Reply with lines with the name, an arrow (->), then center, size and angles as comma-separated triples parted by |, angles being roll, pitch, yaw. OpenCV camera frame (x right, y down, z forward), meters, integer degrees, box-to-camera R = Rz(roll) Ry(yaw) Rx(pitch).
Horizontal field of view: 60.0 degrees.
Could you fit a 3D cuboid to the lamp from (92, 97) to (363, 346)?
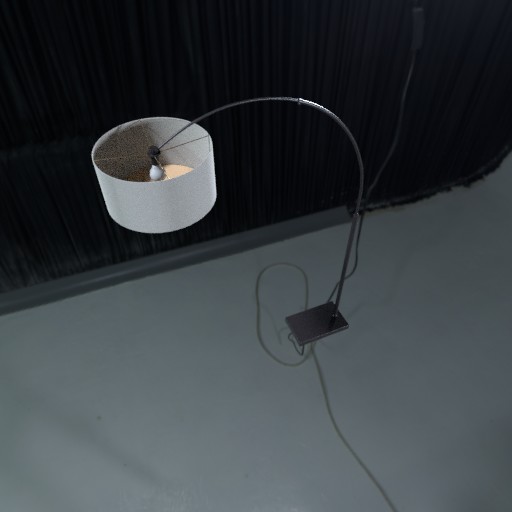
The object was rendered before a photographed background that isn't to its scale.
lamp -> 0.000, 0.000, 2.575 | 1.424, 1.927, 0.493 | -17, 48, -16
